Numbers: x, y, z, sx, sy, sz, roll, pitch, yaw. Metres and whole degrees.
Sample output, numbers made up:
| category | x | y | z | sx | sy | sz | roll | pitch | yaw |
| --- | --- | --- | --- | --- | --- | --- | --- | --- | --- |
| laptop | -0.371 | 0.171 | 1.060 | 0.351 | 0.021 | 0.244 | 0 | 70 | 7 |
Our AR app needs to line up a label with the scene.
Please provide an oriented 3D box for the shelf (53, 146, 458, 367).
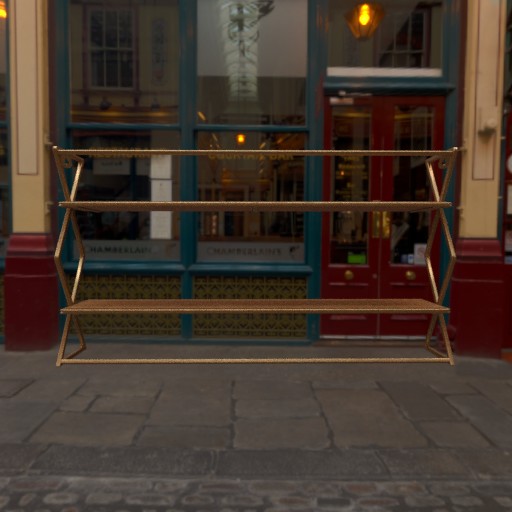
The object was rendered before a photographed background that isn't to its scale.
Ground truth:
| category | x | y | z | sx | sy | sz | roll | pitch | yaw |
| --- | --- | --- | --- | --- | --- | --- | --- | --- | --- |
| shelf | 0.000 | 0.000 | 0.980 | 0.822 | 0.450 | 0.150 | 0 | 2 | -1 |
